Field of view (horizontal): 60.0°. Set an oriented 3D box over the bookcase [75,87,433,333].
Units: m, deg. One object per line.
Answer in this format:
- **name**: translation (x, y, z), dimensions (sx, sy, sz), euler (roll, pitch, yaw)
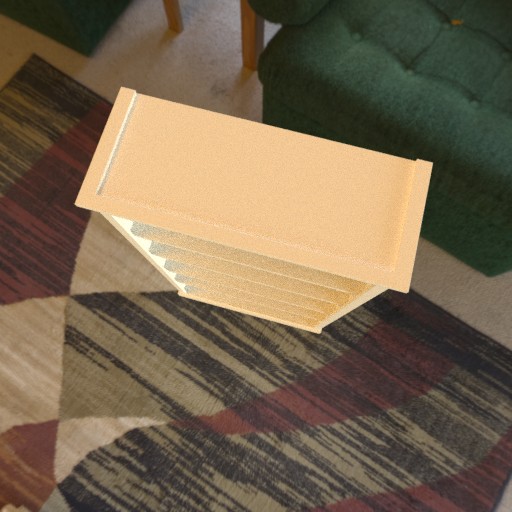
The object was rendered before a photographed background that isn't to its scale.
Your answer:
- **bookcase**: translation (0.000, 0.000, 2.303), dimensions (1.050, 1.880, 0.432), euler (15, 76, 4)
